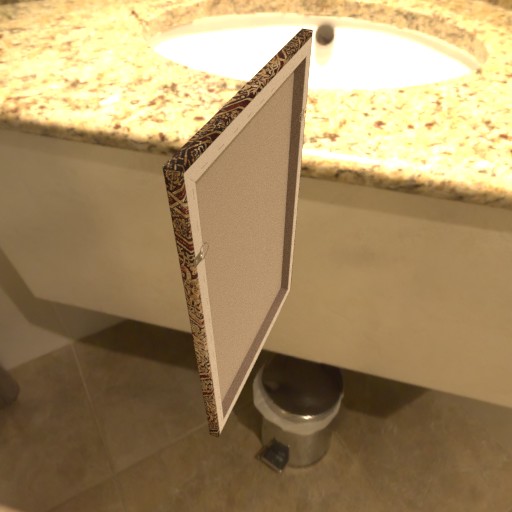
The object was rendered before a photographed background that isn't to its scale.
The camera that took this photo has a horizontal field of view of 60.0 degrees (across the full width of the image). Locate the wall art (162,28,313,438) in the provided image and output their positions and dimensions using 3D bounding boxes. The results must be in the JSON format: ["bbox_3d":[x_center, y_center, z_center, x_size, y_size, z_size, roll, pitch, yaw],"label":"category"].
[{"bbox_3d":[0.000,0.000,0.750,0.020,0.599,0.397,17,48,16],"label":"wall art"}]
